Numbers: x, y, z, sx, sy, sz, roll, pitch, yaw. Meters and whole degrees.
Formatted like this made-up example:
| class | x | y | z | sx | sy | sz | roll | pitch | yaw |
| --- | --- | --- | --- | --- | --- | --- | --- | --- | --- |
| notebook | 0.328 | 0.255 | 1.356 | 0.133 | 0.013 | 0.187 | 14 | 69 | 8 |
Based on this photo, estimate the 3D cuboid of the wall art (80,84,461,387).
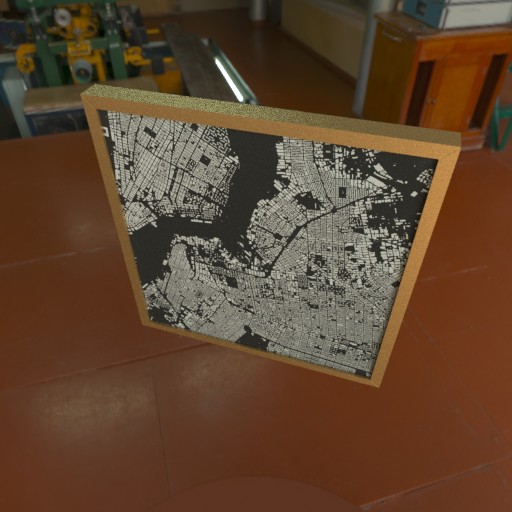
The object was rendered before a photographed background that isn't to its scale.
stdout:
| class | x | y | z | sx | sy | sz | roll | pitch | yaw |
| --- | --- | --- | --- | --- | --- | --- | --- | --- | --- |
| wall art | 0.000 | 0.000 | 1.897 | 1.284 | 1.284 | 0.095 | 12 | 43 | 13 |
